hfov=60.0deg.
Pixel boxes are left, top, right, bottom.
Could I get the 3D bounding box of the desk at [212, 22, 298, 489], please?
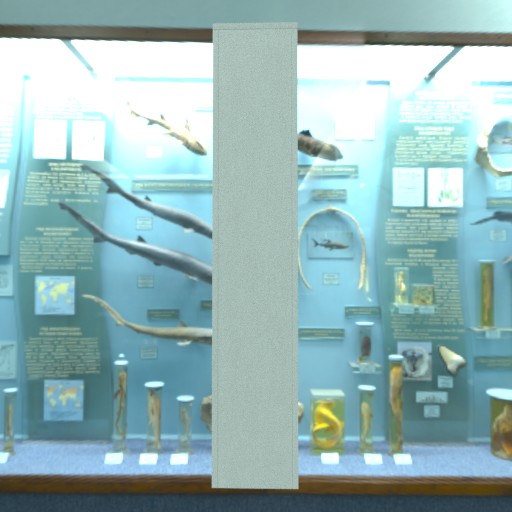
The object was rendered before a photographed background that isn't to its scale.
[{"bbox_3d":[0.000,0.000,1.593,0.250,1.280,0.750,0,-1,1],"label":"desk"}]
